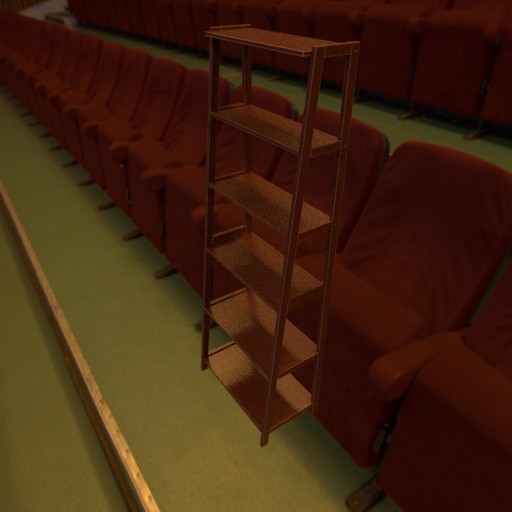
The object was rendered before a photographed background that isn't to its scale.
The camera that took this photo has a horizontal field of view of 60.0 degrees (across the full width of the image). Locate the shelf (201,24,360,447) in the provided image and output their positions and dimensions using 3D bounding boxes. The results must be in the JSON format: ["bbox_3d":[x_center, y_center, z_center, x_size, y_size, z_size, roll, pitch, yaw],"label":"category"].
[{"bbox_3d":[0.000,0.000,2.110,0.381,1.892,0.660,-21,38,-29],"label":"shelf"}]
